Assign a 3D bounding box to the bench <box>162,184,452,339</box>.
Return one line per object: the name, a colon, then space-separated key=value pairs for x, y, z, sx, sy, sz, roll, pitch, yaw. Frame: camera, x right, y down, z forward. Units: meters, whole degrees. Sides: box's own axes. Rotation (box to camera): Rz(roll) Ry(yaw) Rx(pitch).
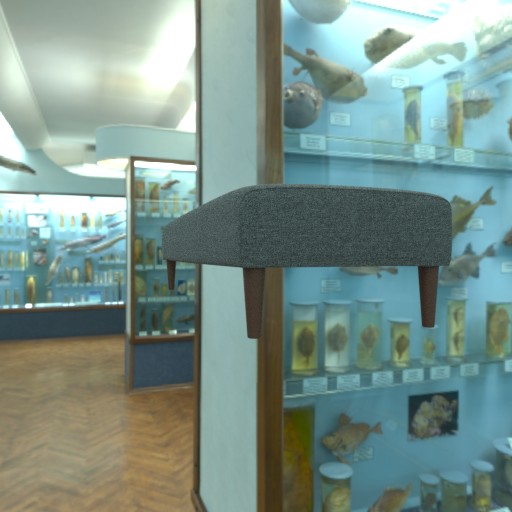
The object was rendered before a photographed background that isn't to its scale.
bench: x=0.000 y=0.000 z=1.856 sx=0.631 sy=0.384 sz=1.598 roll=0 pitch=0 yaw=-18
